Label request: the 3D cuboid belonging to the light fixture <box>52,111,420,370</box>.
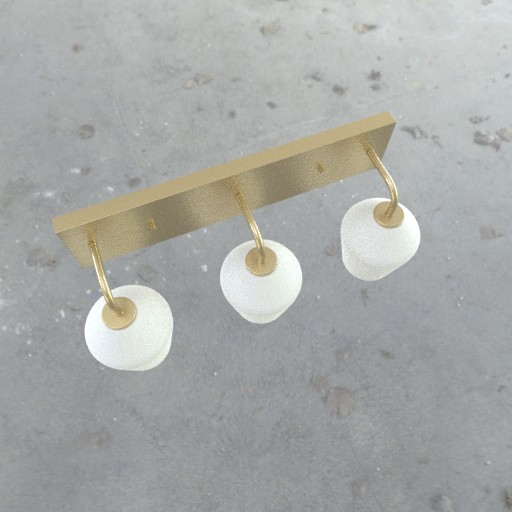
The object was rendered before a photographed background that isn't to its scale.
[{"bbox_3d":[0.000,0.000,0.745,0.609,0.280,0.190,-20,65,-10],"label":"light fixture"}]
